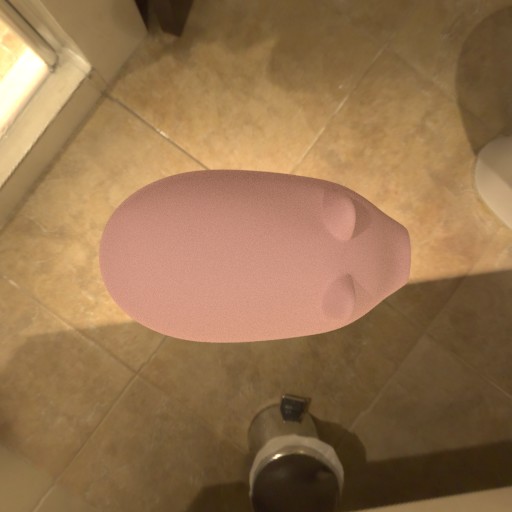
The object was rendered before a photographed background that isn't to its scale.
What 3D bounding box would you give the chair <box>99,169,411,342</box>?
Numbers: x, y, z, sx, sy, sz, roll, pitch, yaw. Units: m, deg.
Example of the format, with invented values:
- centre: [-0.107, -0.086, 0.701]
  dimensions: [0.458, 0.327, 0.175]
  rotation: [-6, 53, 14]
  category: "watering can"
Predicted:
- centre: [0.000, 0.000, 0.887]
  dimensions: [0.619, 0.423, 0.364]
  rotation: [0, 91, -1]
  category: "chair"
